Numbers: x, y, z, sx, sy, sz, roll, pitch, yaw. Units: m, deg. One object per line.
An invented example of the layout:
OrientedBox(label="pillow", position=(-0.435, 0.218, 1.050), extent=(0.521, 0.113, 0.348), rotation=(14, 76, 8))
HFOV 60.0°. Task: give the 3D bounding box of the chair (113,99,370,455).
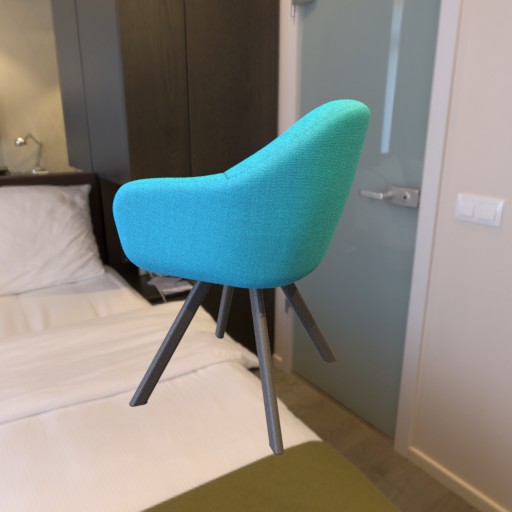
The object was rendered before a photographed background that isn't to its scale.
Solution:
OrientedBox(label="chair", position=(0.000, 0.000, 1.208), extent=(0.550, 0.795, 0.590), rotation=(8, 18, 24))
